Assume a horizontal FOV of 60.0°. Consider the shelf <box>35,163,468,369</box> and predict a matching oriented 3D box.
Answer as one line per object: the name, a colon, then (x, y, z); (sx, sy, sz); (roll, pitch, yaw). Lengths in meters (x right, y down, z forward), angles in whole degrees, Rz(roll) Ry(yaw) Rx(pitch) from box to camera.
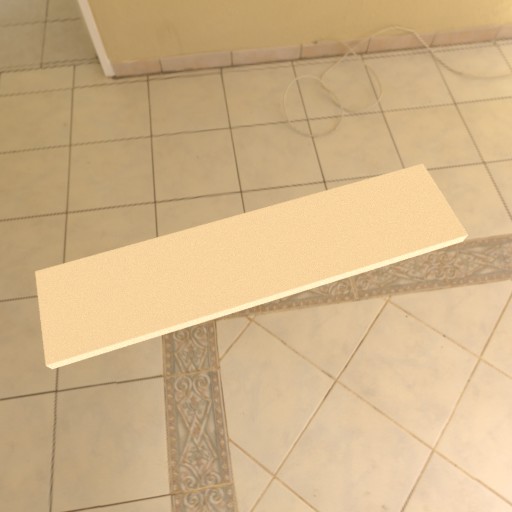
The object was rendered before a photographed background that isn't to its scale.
shelf: (0.000, 0.000, 0.646); (0.610, 0.020, 0.140); (-16, 64, -8)
